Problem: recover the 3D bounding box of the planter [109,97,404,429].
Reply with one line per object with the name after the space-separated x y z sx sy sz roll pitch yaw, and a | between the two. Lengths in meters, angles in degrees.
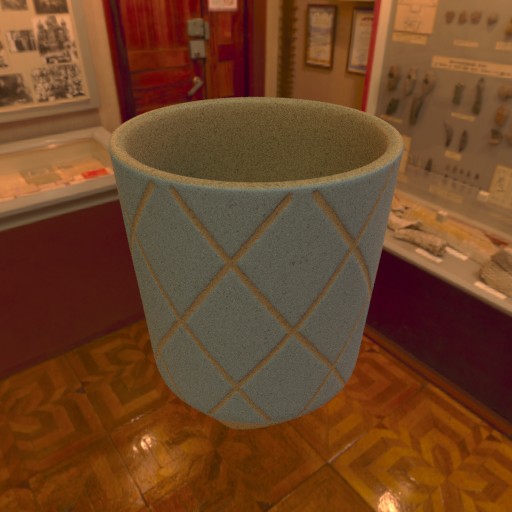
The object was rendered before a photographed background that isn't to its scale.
0.000 0.000 0.349 0.191 0.200 0.191 0 32 0 | planter
